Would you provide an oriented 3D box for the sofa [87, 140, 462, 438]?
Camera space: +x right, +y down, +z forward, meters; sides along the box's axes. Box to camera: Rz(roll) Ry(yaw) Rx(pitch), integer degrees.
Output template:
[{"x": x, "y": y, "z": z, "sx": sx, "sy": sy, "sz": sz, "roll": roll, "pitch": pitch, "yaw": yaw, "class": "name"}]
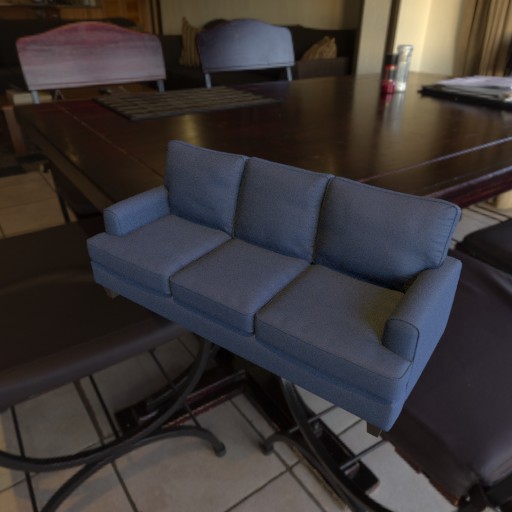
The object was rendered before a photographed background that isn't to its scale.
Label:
[{"x": 0.000, "y": 0.000, "z": 2.693, "sx": 2.158, "sy": 0.965, "sz": 0.951, "roll": 20, "pitch": 36, "yaw": 30, "class": "sofa"}]
